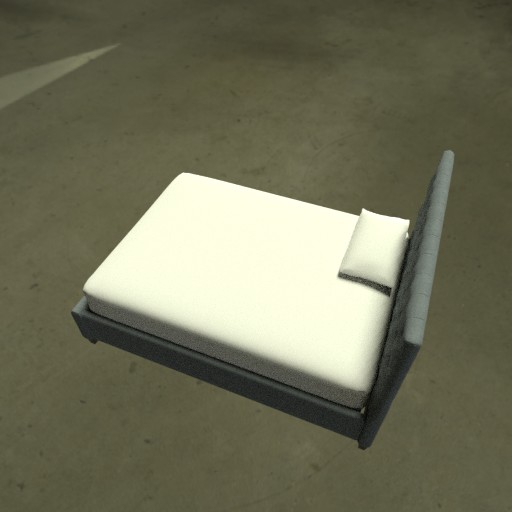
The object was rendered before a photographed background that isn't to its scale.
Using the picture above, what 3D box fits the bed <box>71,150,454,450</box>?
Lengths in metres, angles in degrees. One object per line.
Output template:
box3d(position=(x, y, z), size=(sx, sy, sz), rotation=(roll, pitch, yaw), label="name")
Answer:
box3d(position=(0.000, 0.000, 3.358), size=(2.335, 1.411, 1.698), rotation=(17, 49, 15), label="bed")
